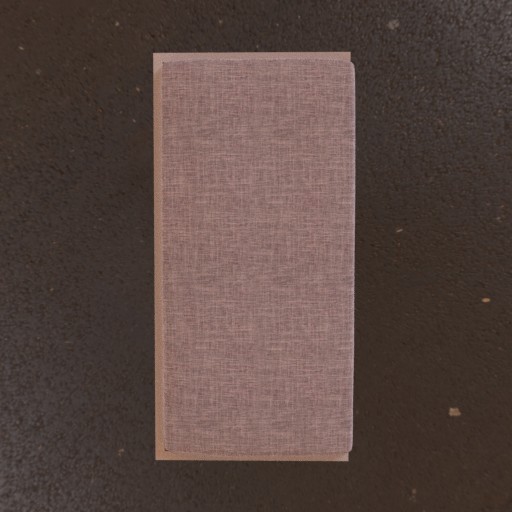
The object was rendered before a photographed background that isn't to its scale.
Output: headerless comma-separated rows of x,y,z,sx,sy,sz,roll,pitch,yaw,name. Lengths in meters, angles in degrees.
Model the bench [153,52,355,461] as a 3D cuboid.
0.000,0.000,0.998,0.362,0.461,0.734,0,91,1,bench
